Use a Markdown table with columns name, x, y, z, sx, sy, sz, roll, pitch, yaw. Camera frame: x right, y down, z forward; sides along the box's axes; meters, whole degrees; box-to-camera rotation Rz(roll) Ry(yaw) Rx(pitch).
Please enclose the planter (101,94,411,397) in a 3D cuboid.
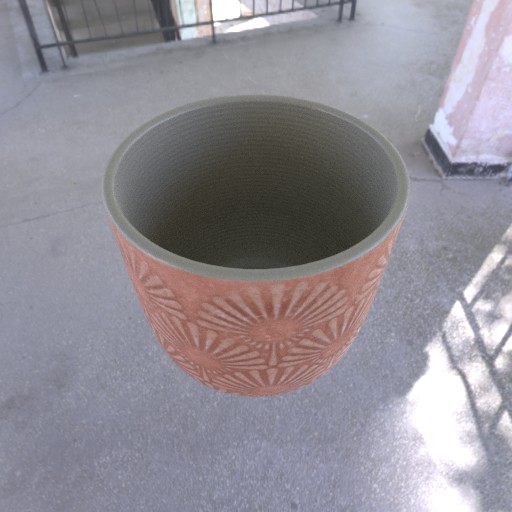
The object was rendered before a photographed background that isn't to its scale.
| name | x | y | z | sx | sy | sz | roll | pitch | yaw |
| --- | --- | --- | --- | --- | --- | --- | --- | --- | --- |
| planter | 0.000 | 0.000 | 0.221 | 0.124 | 0.109 | 0.124 | 0 | 46 | 0 |
